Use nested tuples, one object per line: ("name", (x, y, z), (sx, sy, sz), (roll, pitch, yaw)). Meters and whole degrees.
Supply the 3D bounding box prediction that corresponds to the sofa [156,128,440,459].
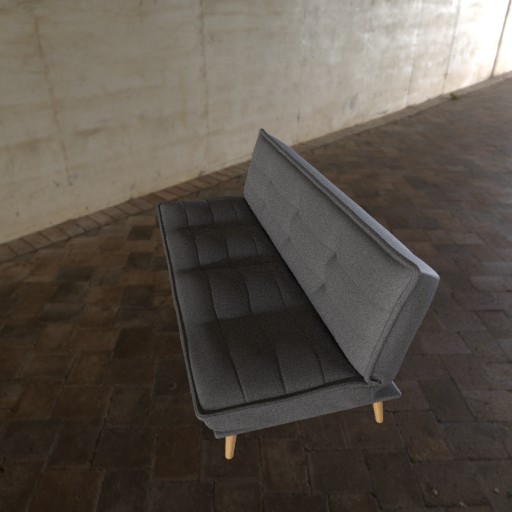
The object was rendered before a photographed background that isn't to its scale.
("sofa", (0.000, 0.000, 2.416), (0.950, 0.890, 1.940), (-8, 31, -13))
